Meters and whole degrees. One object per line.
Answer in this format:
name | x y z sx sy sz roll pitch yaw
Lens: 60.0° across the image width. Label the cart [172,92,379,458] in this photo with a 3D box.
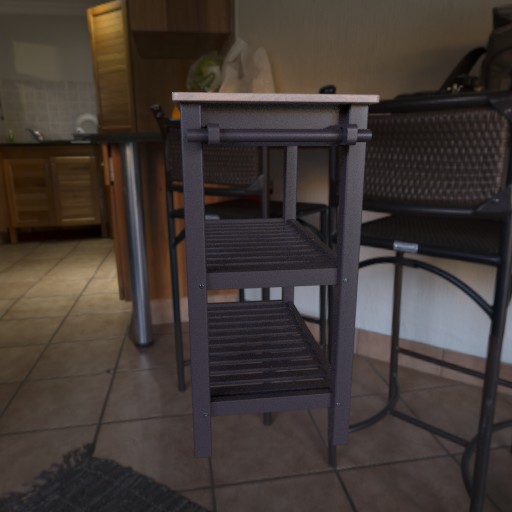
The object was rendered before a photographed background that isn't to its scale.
cart | 0.000 0.000 1.443 0.457 0.927 0.899 -2 15 -7
